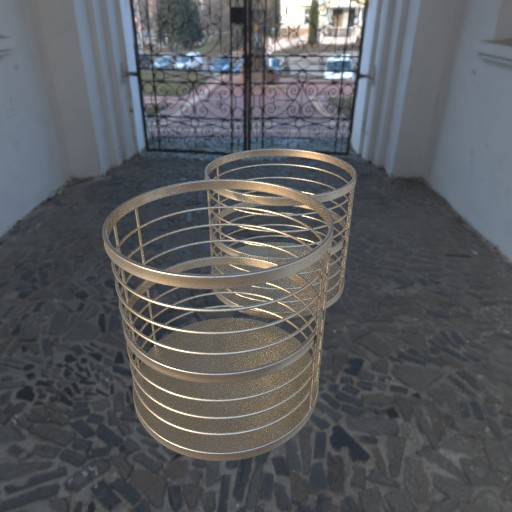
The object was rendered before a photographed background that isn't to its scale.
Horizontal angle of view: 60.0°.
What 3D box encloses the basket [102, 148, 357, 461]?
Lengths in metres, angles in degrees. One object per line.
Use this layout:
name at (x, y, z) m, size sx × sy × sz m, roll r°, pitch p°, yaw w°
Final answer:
basket at (0.000, 0.000, 0.946) m, size 0.356 × 0.351 × 0.746 m, roll 8°, pitch 30°, yaw 15°
